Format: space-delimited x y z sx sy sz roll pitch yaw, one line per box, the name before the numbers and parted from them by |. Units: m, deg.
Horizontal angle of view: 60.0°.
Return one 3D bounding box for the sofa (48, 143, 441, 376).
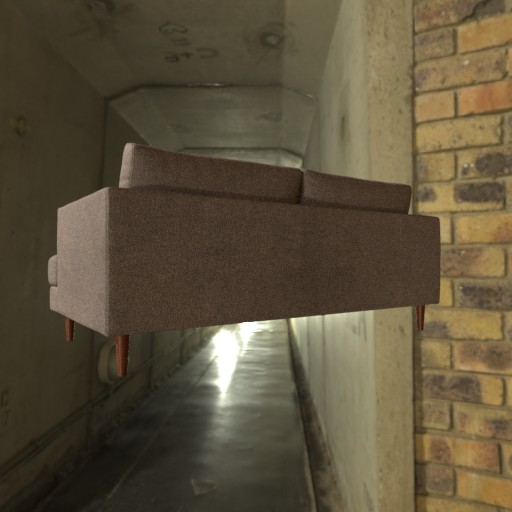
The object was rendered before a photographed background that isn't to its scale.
sofa | 0.000 0.000 2.446 1.948 0.868 1.020 0 0 -35
